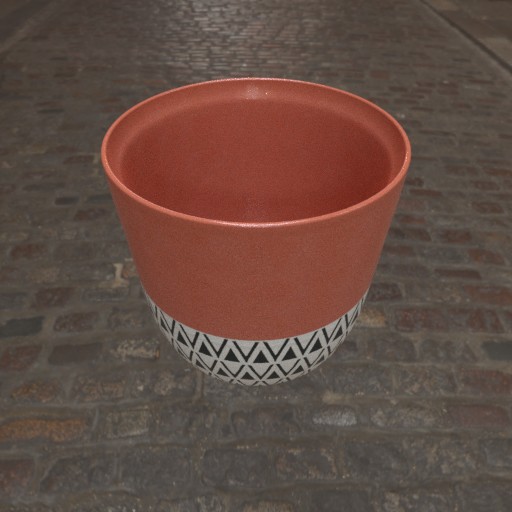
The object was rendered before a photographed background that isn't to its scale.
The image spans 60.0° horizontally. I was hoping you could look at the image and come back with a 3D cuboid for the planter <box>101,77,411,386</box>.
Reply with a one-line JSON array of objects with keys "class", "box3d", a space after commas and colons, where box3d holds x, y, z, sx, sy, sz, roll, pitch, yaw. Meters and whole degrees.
[{"class": "planter", "box3d": [0.000, 0.000, 0.358, 0.195, 0.214, 0.195, 0, 42, 0]}]
